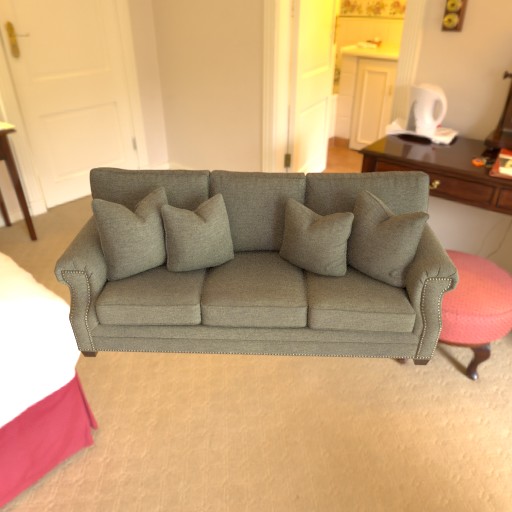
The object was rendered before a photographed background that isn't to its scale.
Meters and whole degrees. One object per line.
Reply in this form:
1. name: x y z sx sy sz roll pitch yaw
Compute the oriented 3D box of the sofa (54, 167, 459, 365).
1. sofa: 0.000 0.000 2.850 2.312 0.975 0.965 1 31 2
